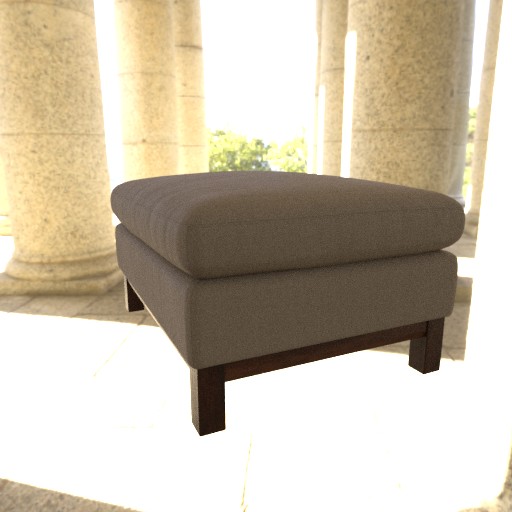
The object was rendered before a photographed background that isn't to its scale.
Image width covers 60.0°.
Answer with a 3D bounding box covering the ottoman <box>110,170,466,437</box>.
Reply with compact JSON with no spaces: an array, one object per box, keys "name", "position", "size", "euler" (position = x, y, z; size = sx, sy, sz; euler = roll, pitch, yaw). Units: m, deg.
[{"name":"ottoman","position":[0.000,0.000,1.117],"size":[0.606,0.420,0.771],"euler":[-6,14,-25]}]
